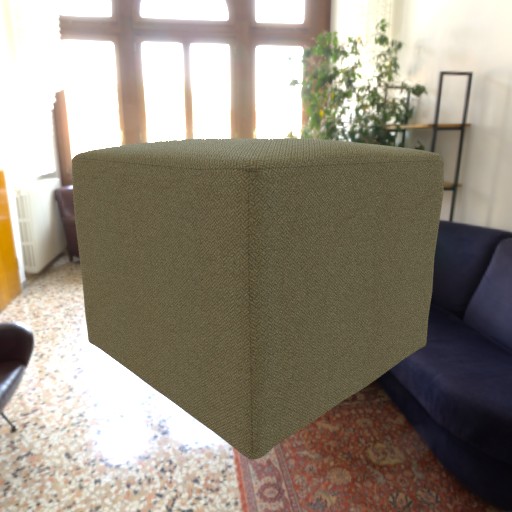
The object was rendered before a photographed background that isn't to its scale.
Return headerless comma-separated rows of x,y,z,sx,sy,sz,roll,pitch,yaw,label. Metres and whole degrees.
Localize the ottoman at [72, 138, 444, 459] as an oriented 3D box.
0.000,0.000,0.881,0.512,0.453,0.521,-14,20,-42,ottoman
